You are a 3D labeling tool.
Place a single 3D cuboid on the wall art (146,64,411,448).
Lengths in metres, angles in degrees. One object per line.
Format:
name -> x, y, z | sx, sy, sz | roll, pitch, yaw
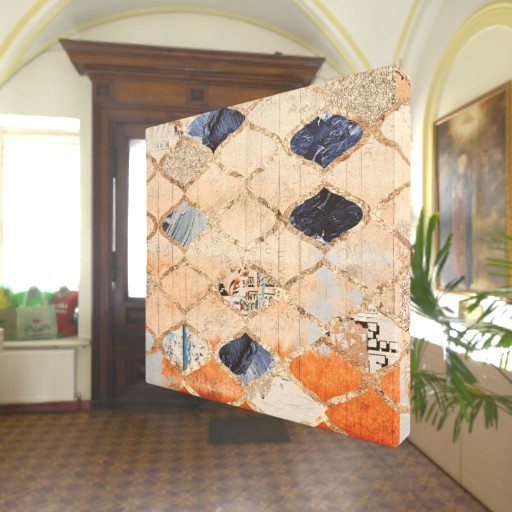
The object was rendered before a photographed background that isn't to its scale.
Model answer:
wall art -> 0.000, 0.000, 0.453 | 0.303, 0.304, 0.036 | 0, 0, 37
